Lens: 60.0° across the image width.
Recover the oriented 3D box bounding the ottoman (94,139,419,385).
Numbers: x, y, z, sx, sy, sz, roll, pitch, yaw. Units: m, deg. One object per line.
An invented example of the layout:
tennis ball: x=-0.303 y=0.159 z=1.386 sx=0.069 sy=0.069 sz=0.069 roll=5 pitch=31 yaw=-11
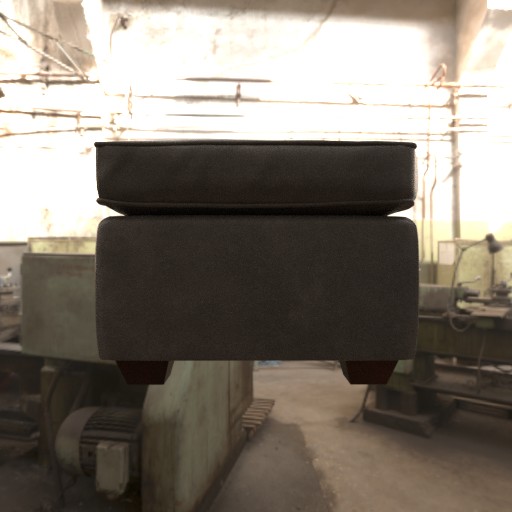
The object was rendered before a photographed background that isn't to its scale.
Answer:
ottoman: x=0.000 y=0.000 z=1.090 sx=0.554 sy=0.445 sz=0.756 roll=0 pitch=0 yaw=0
